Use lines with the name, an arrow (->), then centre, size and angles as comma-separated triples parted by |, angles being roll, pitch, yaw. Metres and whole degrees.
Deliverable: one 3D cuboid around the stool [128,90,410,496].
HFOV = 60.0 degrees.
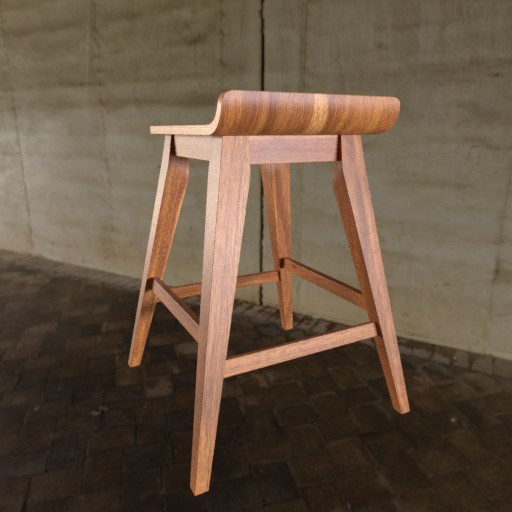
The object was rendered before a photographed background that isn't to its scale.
stool -> 0.000, 0.000, 0.984 | 0.500, 0.650, 0.500 | -8, 18, -27
